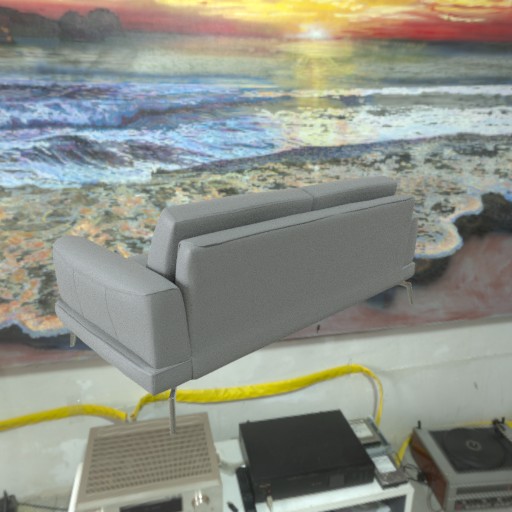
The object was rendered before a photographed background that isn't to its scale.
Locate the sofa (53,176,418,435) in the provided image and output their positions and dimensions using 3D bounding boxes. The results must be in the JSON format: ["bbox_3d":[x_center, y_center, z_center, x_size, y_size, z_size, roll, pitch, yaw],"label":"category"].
[{"bbox_3d":[0.000,0.000,2.762,2.177,0.930,1.121,-15,23,-41],"label":"sofa"}]
